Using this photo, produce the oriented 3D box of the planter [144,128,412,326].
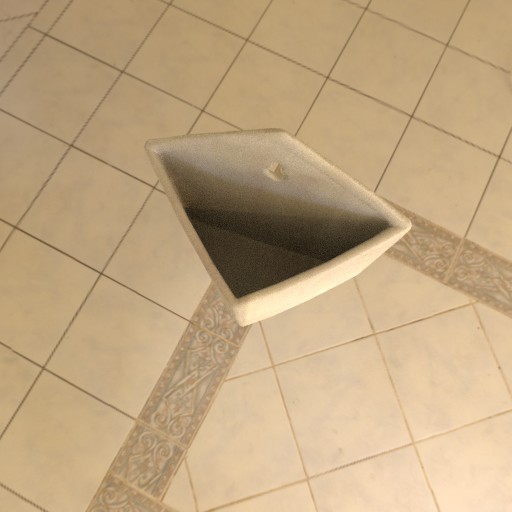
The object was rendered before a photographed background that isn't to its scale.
[{"bbox_3d":[0.000,0.000,0.285,0.163,0.194,0.080,18,77,4],"label":"planter"}]
